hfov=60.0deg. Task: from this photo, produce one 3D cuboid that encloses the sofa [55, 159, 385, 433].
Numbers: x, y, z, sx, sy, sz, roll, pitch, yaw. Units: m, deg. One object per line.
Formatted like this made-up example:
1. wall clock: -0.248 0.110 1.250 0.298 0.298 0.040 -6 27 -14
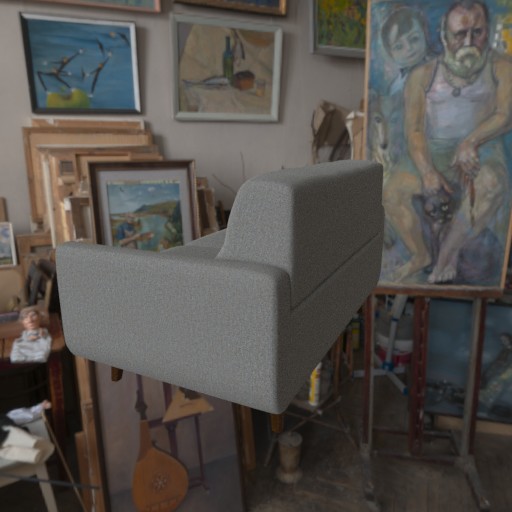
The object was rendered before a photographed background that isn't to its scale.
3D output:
1. sofa: 0.000 0.000 2.233 0.952 0.925 1.651 7 17 26
